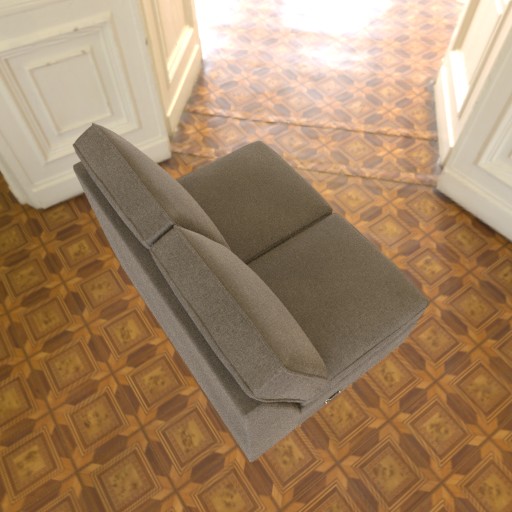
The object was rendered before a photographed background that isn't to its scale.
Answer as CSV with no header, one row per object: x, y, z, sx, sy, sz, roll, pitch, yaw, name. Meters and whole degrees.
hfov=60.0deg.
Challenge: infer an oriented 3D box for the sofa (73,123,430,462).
0.000,0.000,1.935,0.951,1.008,1.237,-31,62,-19,sofa
